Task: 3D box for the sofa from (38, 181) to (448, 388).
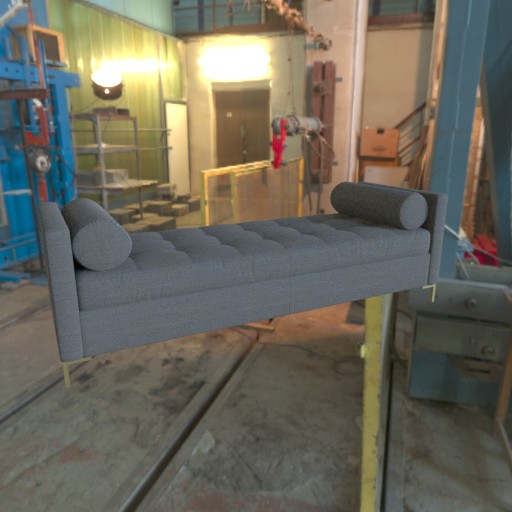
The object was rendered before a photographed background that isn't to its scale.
[{"bbox_3d":[0.000,0.000,2.318,1.981,0.635,0.686,-8,18,-26],"label":"sofa"}]
